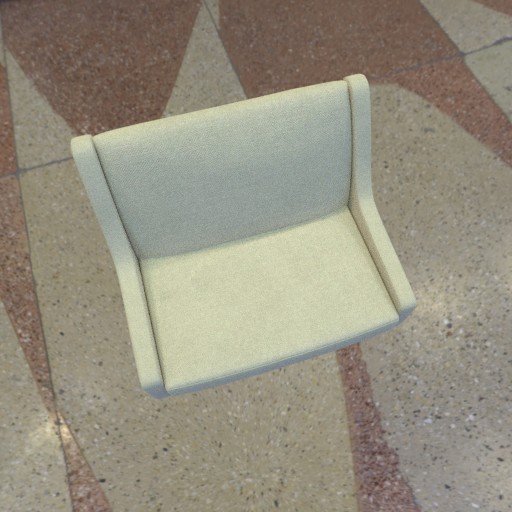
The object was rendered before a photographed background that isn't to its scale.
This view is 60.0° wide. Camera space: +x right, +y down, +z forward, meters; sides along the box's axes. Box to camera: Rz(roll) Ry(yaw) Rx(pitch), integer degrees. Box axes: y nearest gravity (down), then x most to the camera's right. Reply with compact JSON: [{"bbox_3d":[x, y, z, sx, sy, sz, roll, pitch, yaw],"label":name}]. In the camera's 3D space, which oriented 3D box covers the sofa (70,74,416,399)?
[{"bbox_3d":[0.000,0.000,1.982,1.212,0.976,0.946,-15,65,-7],"label":"sofa"}]
